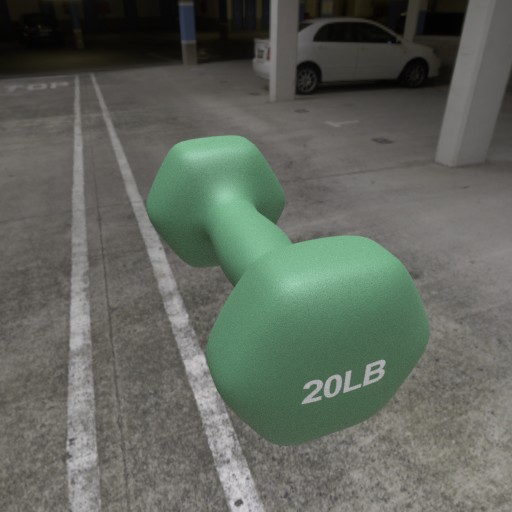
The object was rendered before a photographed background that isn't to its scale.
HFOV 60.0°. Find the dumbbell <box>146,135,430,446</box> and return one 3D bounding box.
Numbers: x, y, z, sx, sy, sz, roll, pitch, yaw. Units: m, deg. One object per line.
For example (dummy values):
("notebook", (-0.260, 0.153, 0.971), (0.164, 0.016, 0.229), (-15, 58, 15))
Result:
("dumbbell", (0.000, 0.000, 0.320), (0.126, 0.114, 0.257), (-11, 33, -17))
